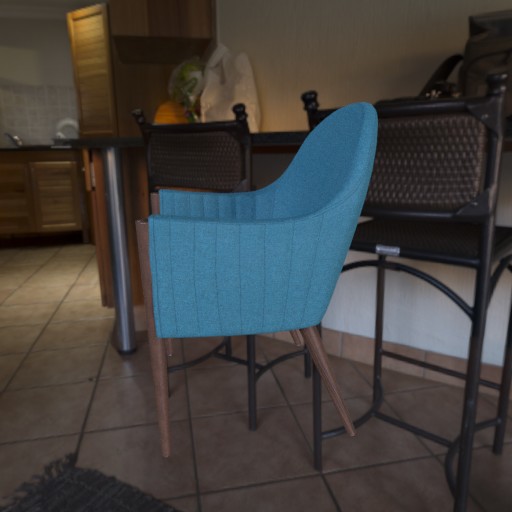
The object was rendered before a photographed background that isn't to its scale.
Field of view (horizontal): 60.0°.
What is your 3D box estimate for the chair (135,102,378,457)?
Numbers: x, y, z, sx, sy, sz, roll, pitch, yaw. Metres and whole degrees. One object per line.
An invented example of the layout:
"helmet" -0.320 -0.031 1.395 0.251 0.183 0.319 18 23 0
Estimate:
"chair" 0.000 0.000 1.372 0.652 0.907 0.656 -2 14 -9
